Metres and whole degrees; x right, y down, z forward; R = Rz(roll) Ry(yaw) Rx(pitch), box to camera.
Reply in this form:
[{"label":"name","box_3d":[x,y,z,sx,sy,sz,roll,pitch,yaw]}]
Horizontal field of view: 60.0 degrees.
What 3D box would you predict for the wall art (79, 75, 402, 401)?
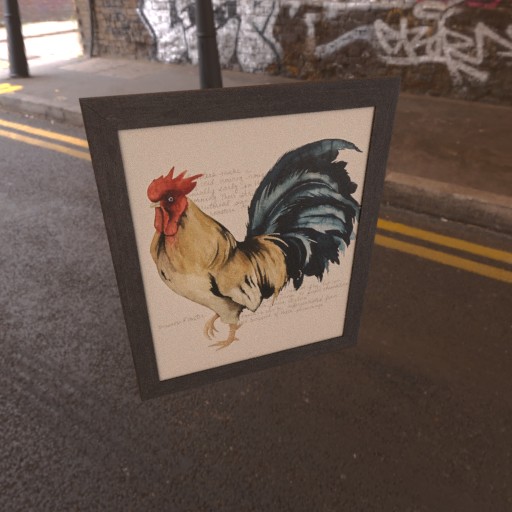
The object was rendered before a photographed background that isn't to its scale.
[{"label":"wall art","box_3d":[0.000,0.000,0.781,0.476,0.570,0.013,-10,34,-16]}]
